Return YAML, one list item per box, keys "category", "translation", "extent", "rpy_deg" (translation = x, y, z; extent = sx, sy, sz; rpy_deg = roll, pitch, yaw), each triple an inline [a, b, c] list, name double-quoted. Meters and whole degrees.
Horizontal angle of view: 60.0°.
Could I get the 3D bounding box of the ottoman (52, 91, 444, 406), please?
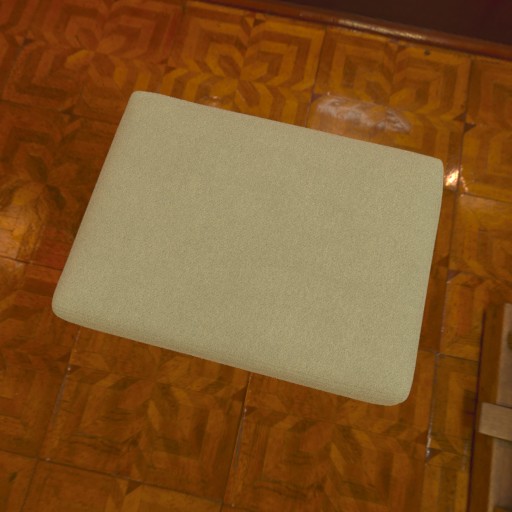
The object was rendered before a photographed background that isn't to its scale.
- category: "ottoman"
  translation: [0.000, 0.000, 1.149]
  extent: [0.773, 0.499, 0.569]
  rpy_deg: [14, 75, 4]
